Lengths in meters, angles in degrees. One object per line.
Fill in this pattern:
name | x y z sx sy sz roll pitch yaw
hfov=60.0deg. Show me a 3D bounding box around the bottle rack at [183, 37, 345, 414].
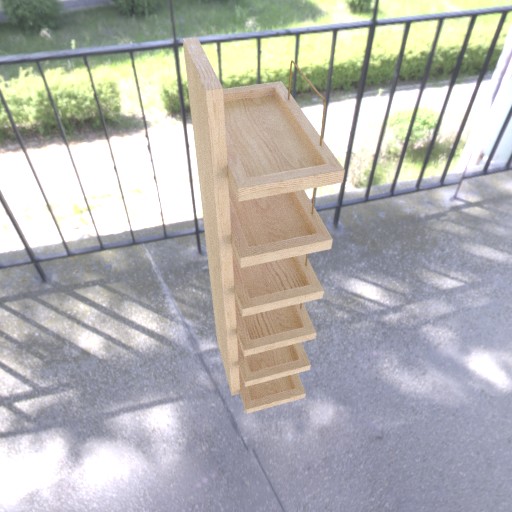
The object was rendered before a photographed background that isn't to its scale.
bottle rack | 0.000 0.000 1.057 0.206 0.943 0.330 -12 48 -11
